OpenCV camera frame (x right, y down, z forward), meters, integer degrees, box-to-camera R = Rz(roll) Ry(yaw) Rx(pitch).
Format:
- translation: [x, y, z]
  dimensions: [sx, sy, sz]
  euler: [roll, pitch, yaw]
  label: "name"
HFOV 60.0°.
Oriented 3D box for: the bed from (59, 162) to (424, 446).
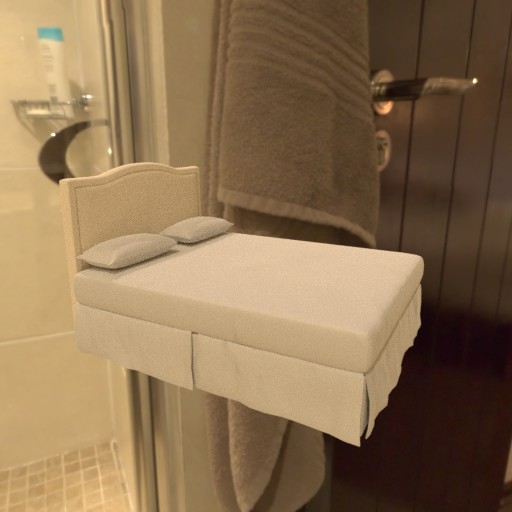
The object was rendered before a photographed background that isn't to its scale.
- translation: [0.000, 0.000, 3.644]
  dimensions: [2.477, 1.437, 1.977]
  euler: [8, 17, 27]
  label: "bed"
